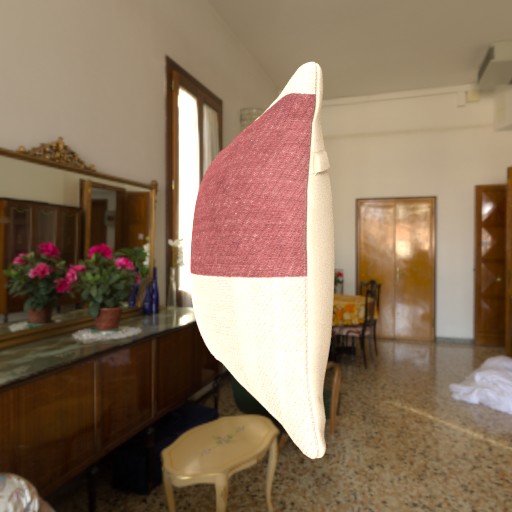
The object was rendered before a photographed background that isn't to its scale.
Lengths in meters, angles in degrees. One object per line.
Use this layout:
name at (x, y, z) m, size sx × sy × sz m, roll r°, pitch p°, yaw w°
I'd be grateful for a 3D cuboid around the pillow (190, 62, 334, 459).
pillow at (0.000, 0.000, 0.803) m, size 0.229 × 0.506 × 0.536 m, roll 0°, pitch 1°, yaw -17°
